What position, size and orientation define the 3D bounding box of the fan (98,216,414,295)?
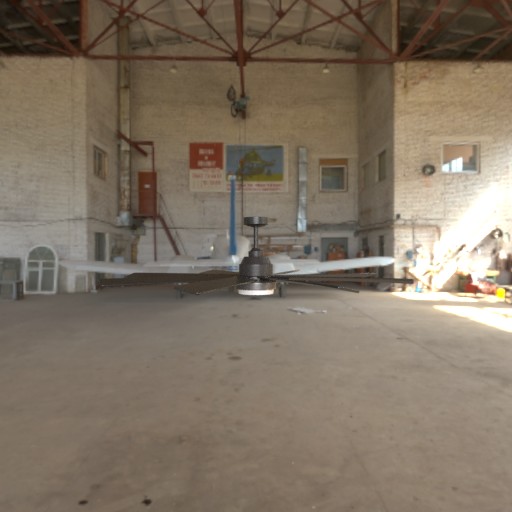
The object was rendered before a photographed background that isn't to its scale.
[{"bbox_3d":[0.000,0.000,2.728,1.830,0.472,1.830,0,1,19],"label":"fan"}]
